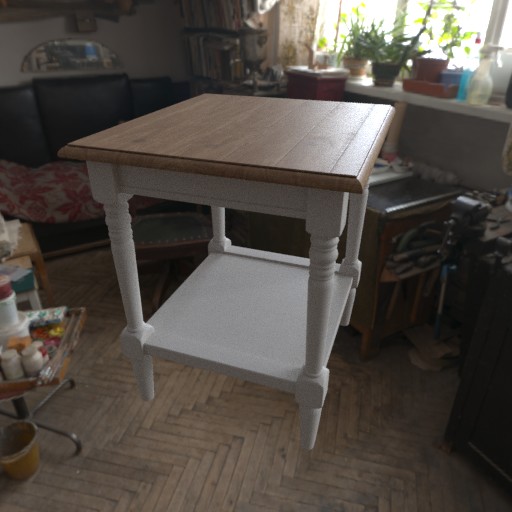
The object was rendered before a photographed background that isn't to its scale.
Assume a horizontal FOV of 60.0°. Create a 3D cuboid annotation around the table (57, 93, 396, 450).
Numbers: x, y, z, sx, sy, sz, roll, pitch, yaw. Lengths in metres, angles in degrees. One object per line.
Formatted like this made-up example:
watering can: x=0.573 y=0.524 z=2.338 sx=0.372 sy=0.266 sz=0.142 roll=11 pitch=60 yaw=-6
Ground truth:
table: x=0.000 y=0.000 z=0.943 sx=0.457 sy=0.561 sz=0.508 roll=10 pitch=31 yaw=17
